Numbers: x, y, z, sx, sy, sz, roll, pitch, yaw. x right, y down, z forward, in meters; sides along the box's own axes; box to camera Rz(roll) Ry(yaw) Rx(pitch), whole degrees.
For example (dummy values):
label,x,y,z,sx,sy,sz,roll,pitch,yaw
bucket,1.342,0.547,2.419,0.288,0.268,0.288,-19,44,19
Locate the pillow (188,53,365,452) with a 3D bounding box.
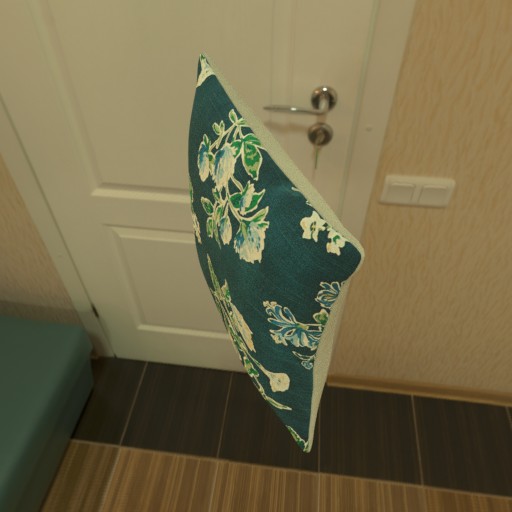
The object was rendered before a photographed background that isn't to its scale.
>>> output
label,x,y,z,sx,sy,sz,roll,pitch,yaw
pillow,0.000,0.000,0.776,0.166,0.508,0.525,-16,48,-15
